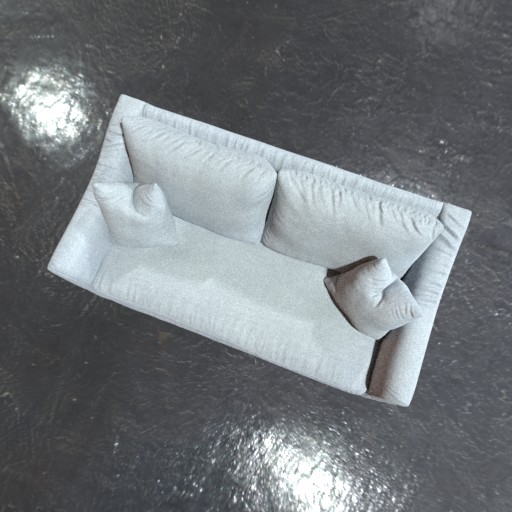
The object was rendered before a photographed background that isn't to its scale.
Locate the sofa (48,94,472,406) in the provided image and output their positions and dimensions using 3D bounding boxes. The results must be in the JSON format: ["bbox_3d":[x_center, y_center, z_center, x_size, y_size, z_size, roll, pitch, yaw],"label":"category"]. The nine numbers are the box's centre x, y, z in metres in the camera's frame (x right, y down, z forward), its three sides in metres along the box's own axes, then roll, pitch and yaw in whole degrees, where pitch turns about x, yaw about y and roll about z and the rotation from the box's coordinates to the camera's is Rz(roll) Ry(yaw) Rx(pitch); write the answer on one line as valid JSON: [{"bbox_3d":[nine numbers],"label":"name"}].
[{"bbox_3d":[0.000,0.000,2.577,2.010,1.018,1.072,20,76,5],"label":"sofa"}]
